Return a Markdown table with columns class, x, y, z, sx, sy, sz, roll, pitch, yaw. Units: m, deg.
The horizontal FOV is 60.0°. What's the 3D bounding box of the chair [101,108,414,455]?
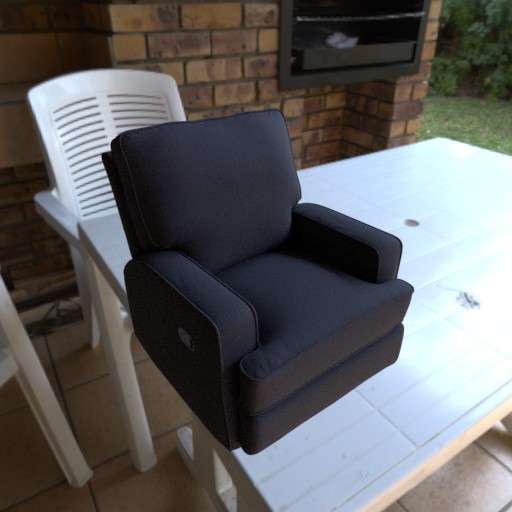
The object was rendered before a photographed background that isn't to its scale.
| class | x | y | z | sx | sy | sz | roll | pitch | yaw |
| --- | --- | --- | --- | --- | --- | --- | --- | --- | --- |
| chair | 0.000 | 0.000 | 1.709 | 0.861 | 0.962 | 0.964 | -21 | 36 | -32 |
